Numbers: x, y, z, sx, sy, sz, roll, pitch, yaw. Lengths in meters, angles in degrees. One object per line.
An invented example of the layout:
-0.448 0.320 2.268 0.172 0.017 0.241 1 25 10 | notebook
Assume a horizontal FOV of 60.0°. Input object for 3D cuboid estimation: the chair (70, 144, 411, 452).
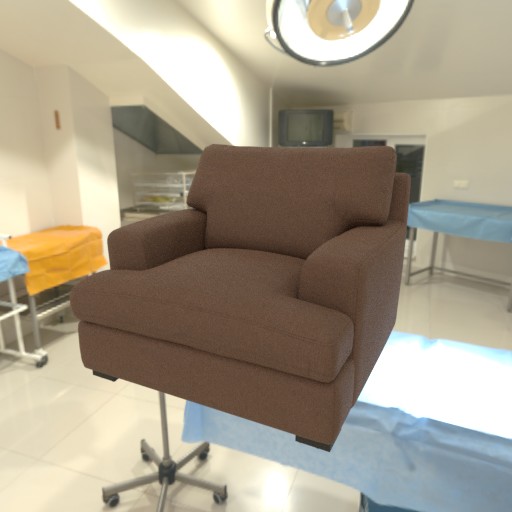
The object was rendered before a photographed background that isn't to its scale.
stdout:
0.000 0.000 1.962 1.168 0.940 1.143 8 17 26 | chair
